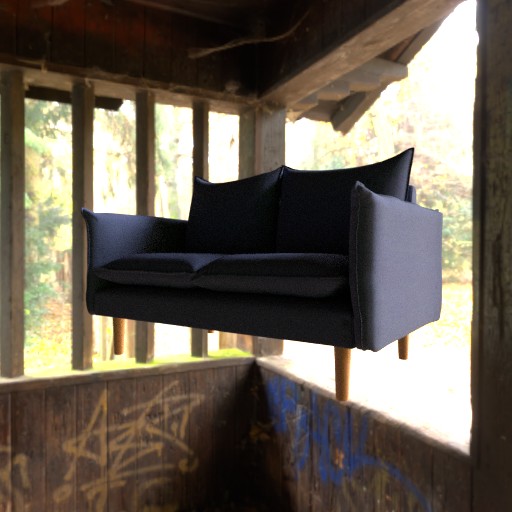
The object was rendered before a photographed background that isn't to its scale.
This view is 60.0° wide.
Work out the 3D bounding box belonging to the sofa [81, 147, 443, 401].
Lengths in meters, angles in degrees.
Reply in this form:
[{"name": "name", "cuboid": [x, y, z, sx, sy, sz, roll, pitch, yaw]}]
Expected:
[{"name": "sofa", "cuboid": [0.000, 0.000, 1.834, 1.300, 0.840, 0.820, 0, 1, 35]}]
